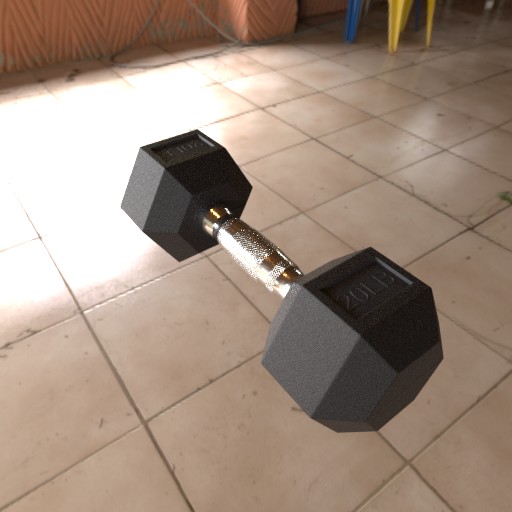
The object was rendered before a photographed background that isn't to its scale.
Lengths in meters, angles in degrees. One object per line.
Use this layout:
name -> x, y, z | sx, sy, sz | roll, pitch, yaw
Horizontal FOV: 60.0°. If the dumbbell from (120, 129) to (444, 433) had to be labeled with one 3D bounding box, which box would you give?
dumbbell -> 0.000, 0.000, 0.351 | 0.116, 0.101, 0.297 | -26, 47, -27
